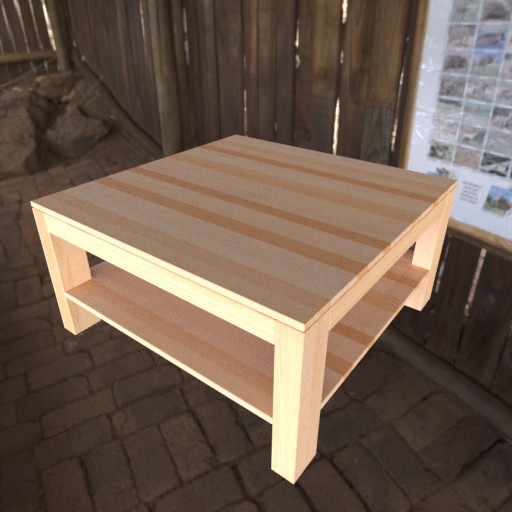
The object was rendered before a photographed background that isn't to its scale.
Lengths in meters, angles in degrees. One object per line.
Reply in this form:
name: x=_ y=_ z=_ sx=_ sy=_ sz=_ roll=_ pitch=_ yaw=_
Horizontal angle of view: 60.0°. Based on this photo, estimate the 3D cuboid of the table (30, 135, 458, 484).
table: x=0.000 y=0.000 z=1.423 sx=0.900 sy=0.450 sz=0.900 roll=21 pitch=36 yaw=32
